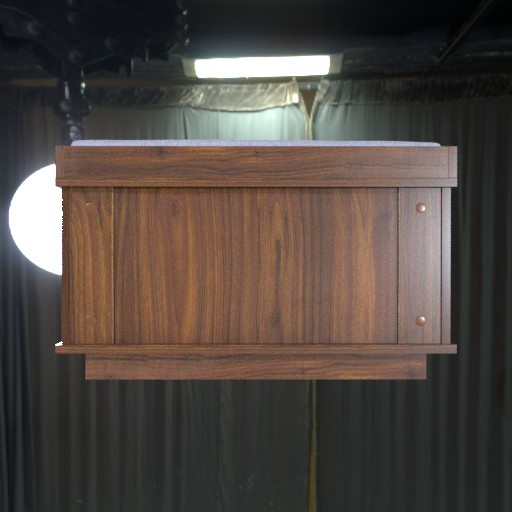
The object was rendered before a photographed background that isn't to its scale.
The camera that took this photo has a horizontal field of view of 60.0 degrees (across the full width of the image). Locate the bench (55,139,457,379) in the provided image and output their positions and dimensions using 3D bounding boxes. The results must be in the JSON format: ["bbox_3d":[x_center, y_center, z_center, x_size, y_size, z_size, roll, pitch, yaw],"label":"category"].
[{"bbox_3d":[0.000,0.000,0.990,0.734,0.461,0.362,0,0,0],"label":"bench"}]
